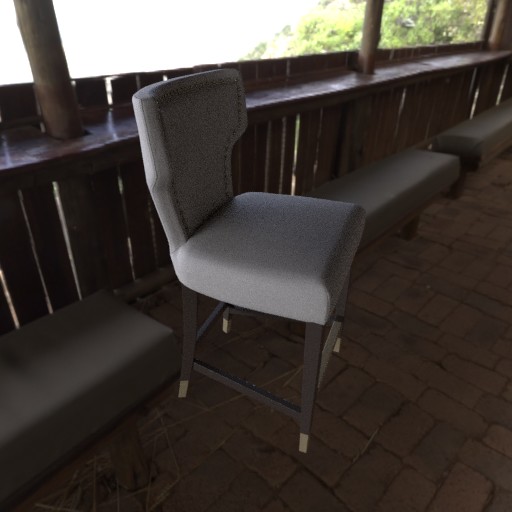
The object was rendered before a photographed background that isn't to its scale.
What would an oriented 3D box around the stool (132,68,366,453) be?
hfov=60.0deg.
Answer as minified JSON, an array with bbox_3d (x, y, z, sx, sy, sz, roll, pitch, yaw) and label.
[{"bbox_3d":[0.000,0.000,1.336,0.563,0.982,0.527,11,32,18],"label":"stool"}]
